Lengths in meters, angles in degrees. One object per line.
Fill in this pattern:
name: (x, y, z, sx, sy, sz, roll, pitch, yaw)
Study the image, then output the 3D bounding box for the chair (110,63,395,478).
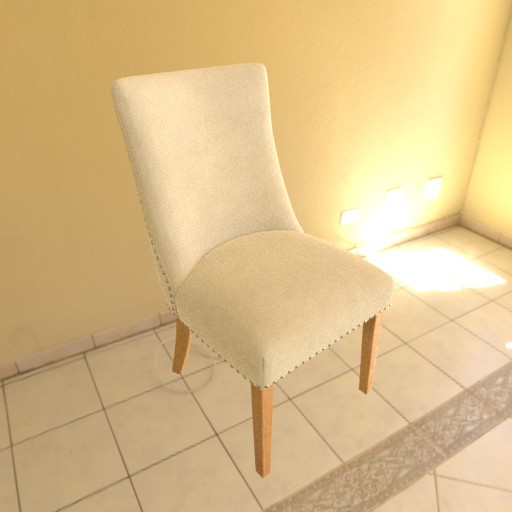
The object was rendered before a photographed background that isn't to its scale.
chair: (0.000, 0.000, 1.221, 0.495, 0.902, 0.610, -24, 38, -34)
